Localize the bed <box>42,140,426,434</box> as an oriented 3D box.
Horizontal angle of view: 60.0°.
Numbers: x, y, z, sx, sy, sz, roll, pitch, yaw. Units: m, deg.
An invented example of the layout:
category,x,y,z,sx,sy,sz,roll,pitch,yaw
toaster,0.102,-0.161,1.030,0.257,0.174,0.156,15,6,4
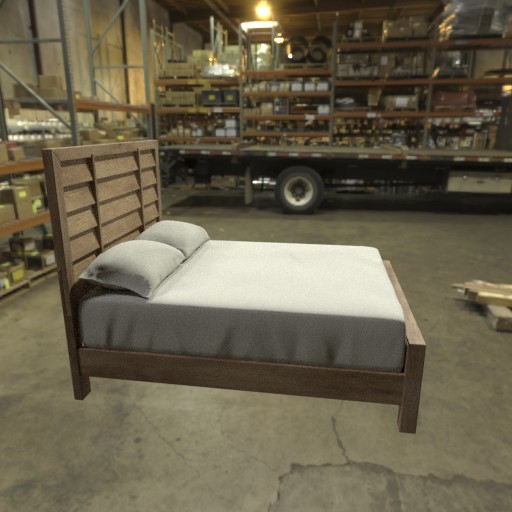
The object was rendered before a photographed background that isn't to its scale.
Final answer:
category,x,y,z,sx,sy,sz,roll,pitch,yaw
bed,0.000,0.000,3.327,2.197,1.626,1.626,3,17,9
